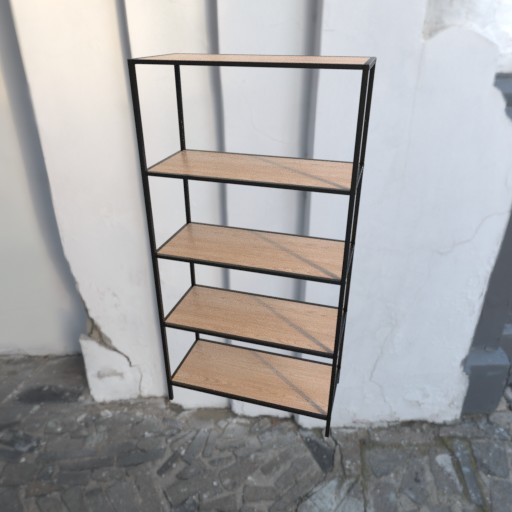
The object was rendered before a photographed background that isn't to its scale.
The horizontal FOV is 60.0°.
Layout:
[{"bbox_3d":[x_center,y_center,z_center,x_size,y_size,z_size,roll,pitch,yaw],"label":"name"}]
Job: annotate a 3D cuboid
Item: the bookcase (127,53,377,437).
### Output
[{"bbox_3d":[0.000,0.000,1.835,0.770,1.500,0.350,8,29,15],"label":"bookcase"}]
